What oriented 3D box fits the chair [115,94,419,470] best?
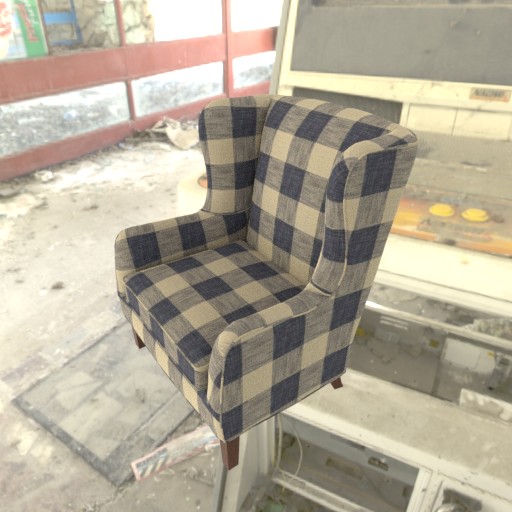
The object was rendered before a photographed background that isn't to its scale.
[{"bbox_3d":[0.000,0.000,1.710,0.889,1.041,0.830,-21,37,-31],"label":"chair"}]
